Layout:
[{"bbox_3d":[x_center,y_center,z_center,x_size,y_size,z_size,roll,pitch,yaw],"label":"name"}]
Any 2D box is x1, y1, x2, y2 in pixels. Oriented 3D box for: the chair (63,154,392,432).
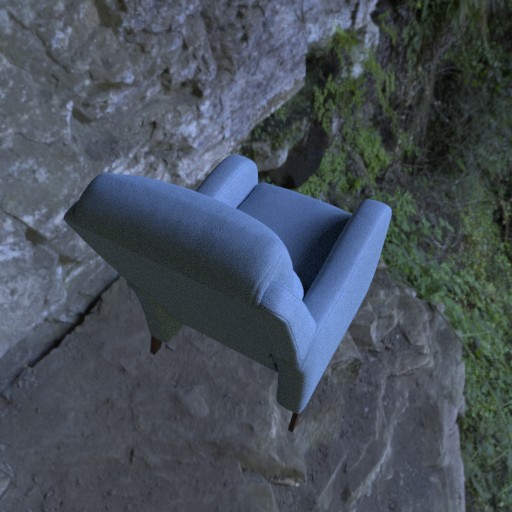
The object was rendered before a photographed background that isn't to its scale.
[{"bbox_3d":[0.000,0.000,1.716,0.785,1.067,0.988,23,50,20],"label":"chair"}]
